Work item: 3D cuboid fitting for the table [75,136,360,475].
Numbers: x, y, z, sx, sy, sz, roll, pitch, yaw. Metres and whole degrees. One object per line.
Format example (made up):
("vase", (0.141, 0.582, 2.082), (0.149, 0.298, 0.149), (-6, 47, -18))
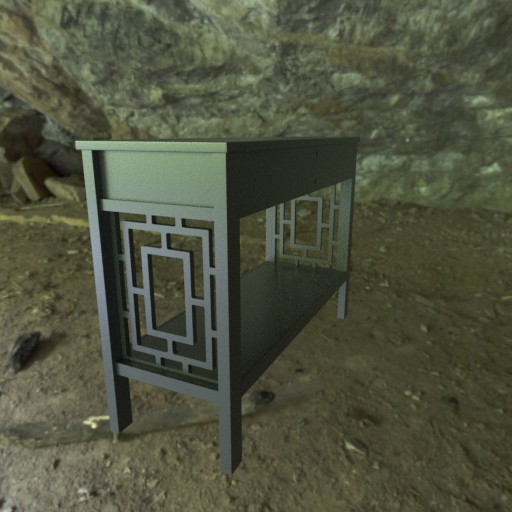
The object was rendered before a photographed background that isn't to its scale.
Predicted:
("table", (0.000, 0.000, 1.466), (0.397, 0.753, 1.068), (7, 17, 25))
